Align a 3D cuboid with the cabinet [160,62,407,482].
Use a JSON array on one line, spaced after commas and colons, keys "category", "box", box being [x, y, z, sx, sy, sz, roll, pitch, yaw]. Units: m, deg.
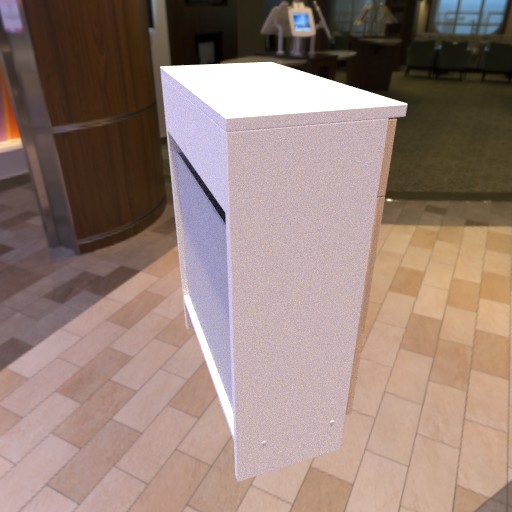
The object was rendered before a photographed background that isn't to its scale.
[{"category": "cabinet", "box": [0.000, 0.000, 1.099, 0.296, 0.815, 0.600, -10, 31, -17]}]
